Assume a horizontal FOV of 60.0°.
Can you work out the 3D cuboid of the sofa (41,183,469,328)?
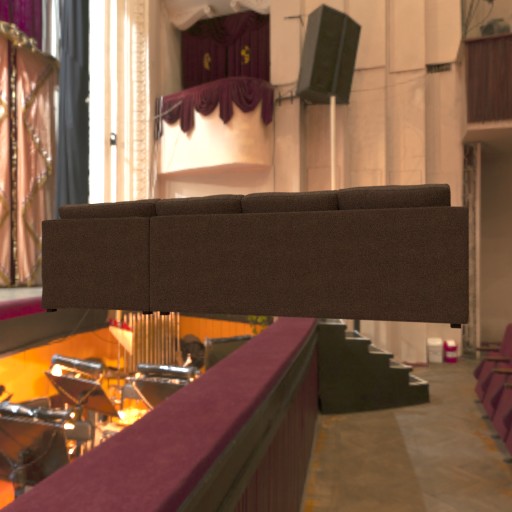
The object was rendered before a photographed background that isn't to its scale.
[{"bbox_3d":[0.000,0.000,3.879,3.205,0.922,1.650,0,-1,18],"label":"sofa"}]
